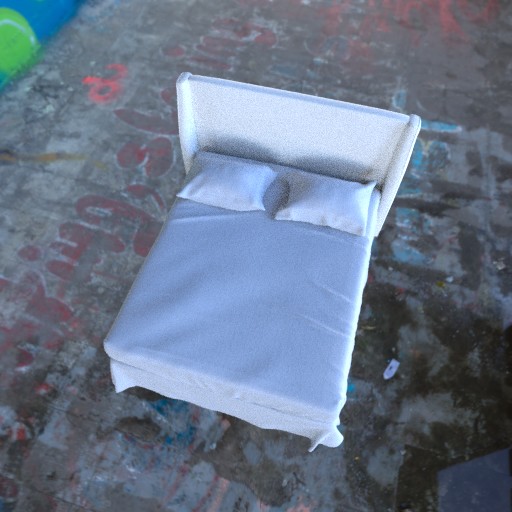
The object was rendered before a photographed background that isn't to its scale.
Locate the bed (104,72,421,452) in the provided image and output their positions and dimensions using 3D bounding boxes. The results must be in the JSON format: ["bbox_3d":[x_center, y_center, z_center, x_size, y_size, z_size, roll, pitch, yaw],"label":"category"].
[{"bbox_3d":[0.000,0.000,3.397,1.925,1.332,2.276,14,59,8],"label":"bed"}]
